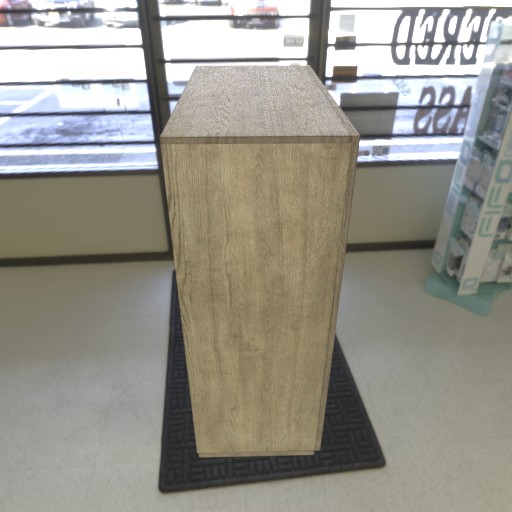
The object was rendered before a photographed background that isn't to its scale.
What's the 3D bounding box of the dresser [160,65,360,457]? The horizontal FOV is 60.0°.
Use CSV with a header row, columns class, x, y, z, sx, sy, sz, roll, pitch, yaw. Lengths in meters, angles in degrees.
class,x,y,z,sx,sy,sz,roll,pitch,yaw
dresser,0.000,0.000,1.815,0.483,1.295,0.967,-1,33,-1
